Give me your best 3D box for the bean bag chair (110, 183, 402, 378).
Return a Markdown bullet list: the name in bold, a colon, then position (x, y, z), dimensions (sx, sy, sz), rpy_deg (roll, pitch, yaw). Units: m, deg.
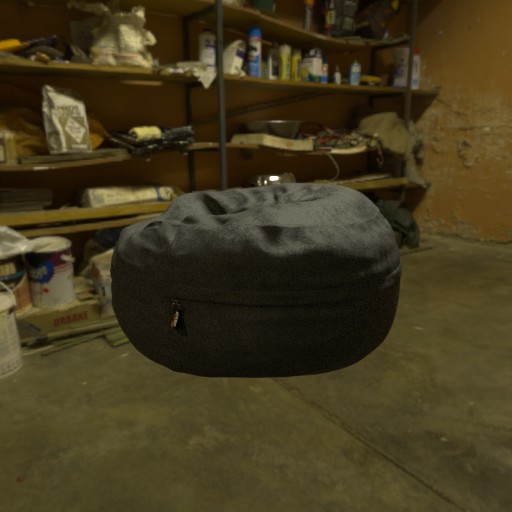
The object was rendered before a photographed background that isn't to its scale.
- **bean bag chair**: position (0.000, 0.000, 2.430), dimensions (1.525, 0.751, 1.525), rpy_deg (0, 15, 0)
